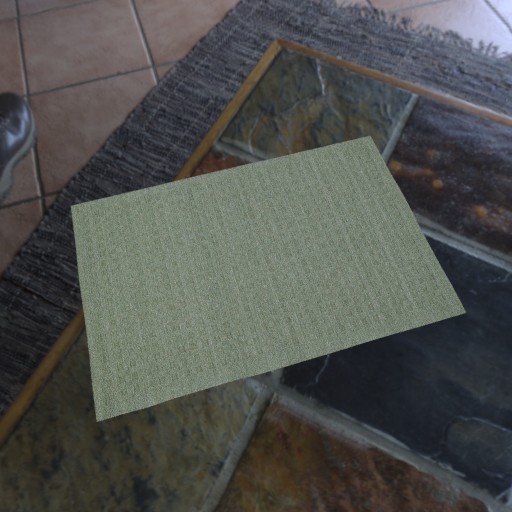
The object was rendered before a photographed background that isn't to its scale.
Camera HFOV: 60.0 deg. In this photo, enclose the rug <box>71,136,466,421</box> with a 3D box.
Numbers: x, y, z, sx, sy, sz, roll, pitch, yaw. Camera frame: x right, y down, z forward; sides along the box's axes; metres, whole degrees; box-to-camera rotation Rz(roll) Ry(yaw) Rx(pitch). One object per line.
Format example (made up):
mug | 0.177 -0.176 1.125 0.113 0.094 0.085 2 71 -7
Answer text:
rug | 0.000 0.000 2.246 1.747 0.006 1.143 -15 64 -7
